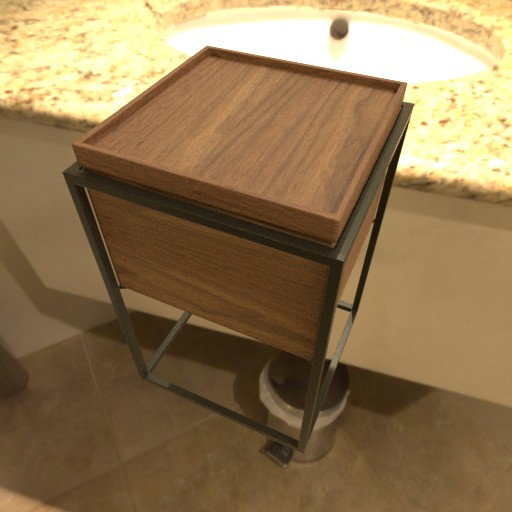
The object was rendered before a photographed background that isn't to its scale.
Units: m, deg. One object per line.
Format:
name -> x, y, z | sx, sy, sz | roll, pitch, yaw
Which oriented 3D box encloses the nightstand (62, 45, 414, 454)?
nightstand -> 0.000, 0.000, 0.859 | 0.397, 0.607, 0.397 | 18, 49, 17
